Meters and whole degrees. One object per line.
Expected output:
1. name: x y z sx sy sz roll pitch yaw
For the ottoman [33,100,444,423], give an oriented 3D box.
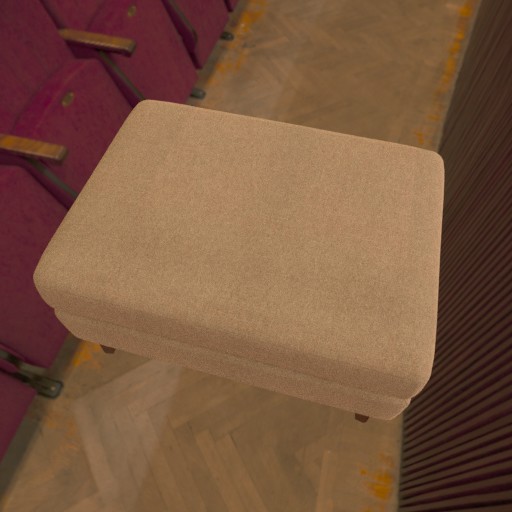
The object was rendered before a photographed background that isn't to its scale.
1. ottoman: 0.000 0.000 1.156 0.823 0.478 0.610 13 59 8
